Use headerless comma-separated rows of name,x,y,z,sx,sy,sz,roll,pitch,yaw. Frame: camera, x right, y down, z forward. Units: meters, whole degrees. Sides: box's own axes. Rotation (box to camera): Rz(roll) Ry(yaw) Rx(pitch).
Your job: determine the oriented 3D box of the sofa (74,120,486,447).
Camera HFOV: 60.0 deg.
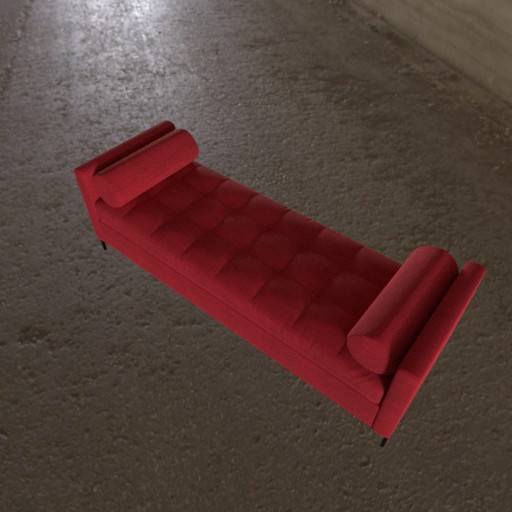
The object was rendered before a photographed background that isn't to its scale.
sofa,0.000,0.000,2.336,1.981,0.635,0.686,30,53,26
